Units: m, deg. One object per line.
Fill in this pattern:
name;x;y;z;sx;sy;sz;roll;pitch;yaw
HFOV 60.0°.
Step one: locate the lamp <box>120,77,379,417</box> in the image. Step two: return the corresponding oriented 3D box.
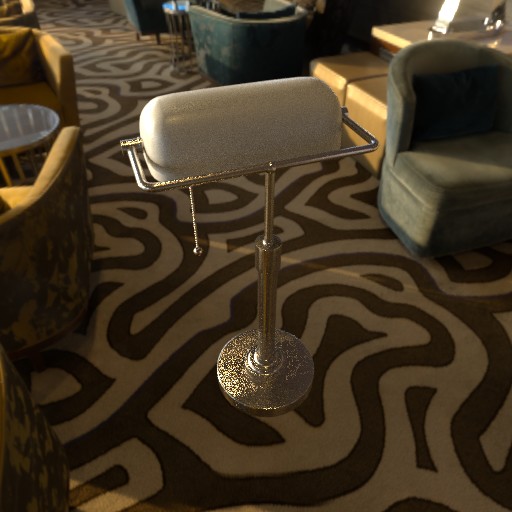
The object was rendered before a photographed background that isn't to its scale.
lamp;0.000;0.000;0.571;0.269;0.404;0.227;-13;42;-15
